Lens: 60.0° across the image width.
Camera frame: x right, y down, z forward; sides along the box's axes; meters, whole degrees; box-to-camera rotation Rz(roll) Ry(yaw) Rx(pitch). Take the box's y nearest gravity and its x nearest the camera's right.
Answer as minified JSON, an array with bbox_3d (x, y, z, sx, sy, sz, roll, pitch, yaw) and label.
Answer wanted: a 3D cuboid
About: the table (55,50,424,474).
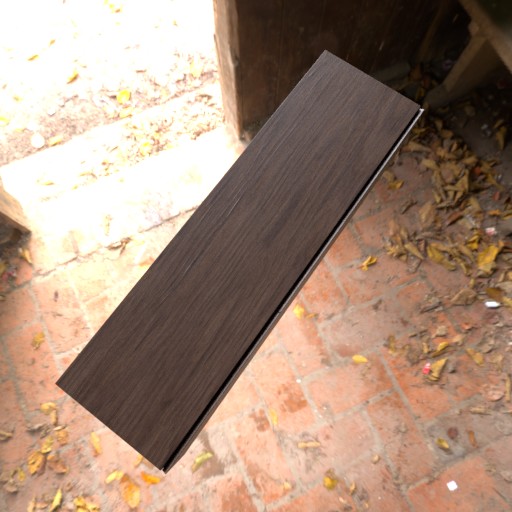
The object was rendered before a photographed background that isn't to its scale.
[{"bbox_3d":[0.000,0.000,1.626,0.405,0.508,1.397,35,77,9],"label":"table"}]
